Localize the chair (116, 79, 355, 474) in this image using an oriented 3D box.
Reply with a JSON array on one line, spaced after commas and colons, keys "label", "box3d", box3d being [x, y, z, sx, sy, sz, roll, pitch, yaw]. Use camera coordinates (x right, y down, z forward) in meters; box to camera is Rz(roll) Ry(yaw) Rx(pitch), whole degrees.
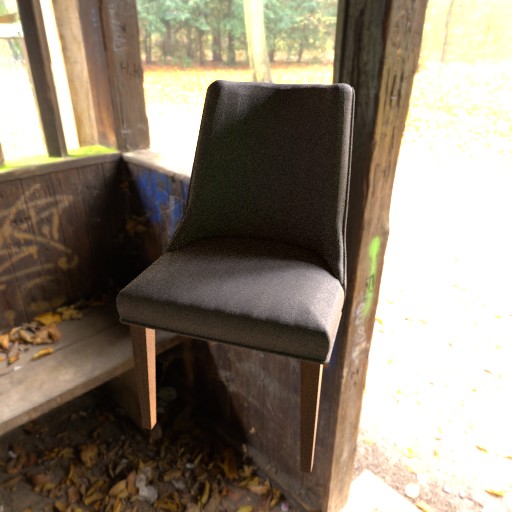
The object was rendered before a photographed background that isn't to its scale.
[{"label": "chair", "box3d": [0.000, 0.000, 1.296, 0.548, 0.916, 0.636, 8, 28, 16]}]
